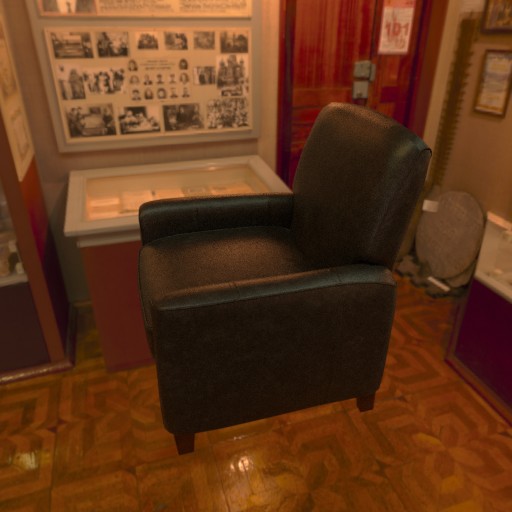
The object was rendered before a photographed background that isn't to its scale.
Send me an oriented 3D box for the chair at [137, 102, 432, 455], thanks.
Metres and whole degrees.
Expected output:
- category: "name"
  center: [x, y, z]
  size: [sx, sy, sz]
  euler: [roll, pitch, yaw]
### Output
- category: "chair"
  center: [0.000, 0.000, 1.638]
  size: [0.864, 1.014, 0.848]
  euler: [-8, 29, -14]
